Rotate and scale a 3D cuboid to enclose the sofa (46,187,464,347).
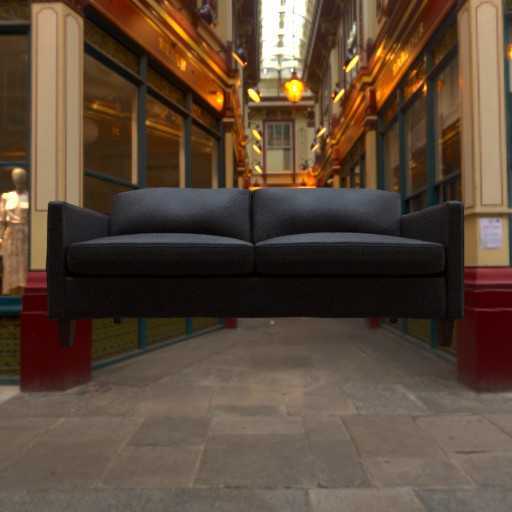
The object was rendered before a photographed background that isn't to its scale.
[{"bbox_3d":[0.000,0.000,2.472,1.971,0.863,0.933,0,-1,0],"label":"sofa"}]
